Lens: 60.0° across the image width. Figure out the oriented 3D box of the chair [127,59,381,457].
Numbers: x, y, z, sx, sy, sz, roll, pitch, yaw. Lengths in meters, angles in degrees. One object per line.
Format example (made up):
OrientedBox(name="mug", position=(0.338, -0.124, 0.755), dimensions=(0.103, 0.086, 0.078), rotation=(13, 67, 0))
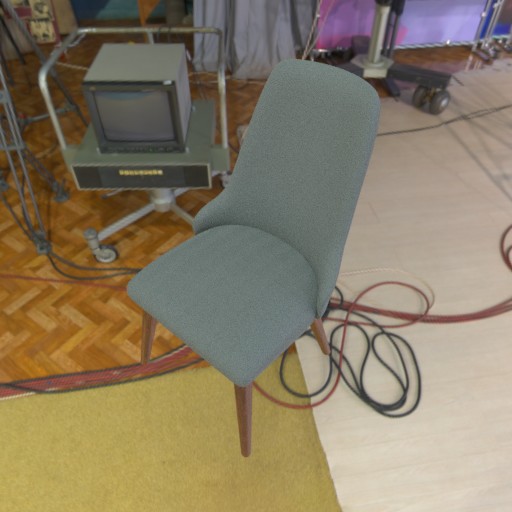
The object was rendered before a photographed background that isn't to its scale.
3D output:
OrientedBox(name="chair", position=(0.000, 0.000, 1.346), dimensions=(0.535, 0.918, 0.707), rotation=(33, 55, 27))
